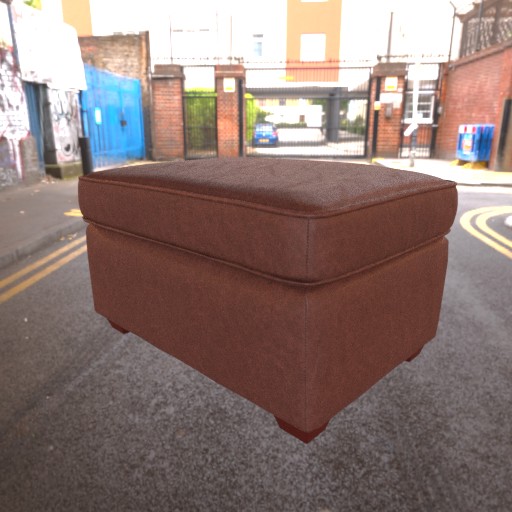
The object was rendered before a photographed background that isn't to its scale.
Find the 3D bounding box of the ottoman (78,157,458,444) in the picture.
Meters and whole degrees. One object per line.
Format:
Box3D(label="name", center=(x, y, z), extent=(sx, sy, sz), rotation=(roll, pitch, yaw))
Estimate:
Box3D(label="ottoman", center=(0.000, 0.000, 1.060), extent=(0.749, 0.449, 0.548), rotation=(15, 22, 42))
